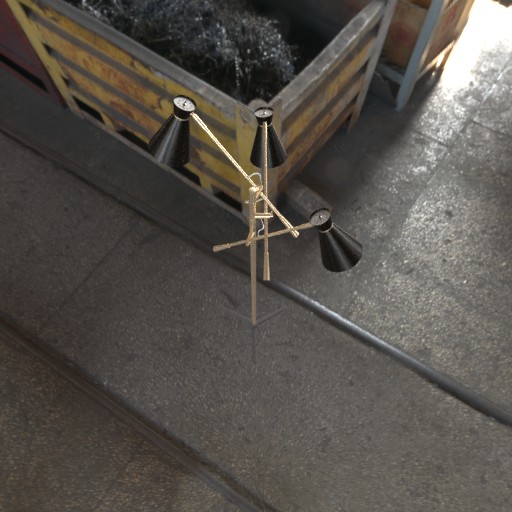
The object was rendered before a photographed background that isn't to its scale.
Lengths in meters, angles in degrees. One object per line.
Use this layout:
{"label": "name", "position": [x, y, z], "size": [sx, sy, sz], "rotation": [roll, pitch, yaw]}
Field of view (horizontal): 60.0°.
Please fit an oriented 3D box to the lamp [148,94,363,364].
{"label": "lamp", "position": [0.000, 0.000, 2.161], "size": [0.750, 1.804, 0.653], "rotation": [-1, 64, 0]}
